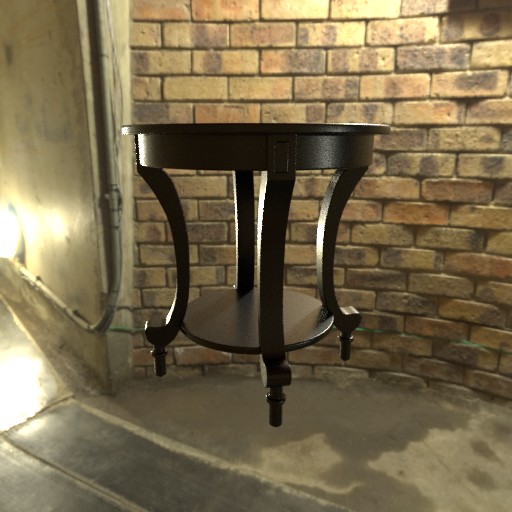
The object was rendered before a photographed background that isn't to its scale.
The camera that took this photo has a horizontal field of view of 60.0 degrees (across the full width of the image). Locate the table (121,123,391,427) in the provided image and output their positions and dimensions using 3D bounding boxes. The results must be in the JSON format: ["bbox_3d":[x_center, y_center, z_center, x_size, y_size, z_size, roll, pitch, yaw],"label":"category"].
[{"bbox_3d":[0.000,0.000,1.103,0.597,0.618,0.597,0,15,0],"label":"table"}]
